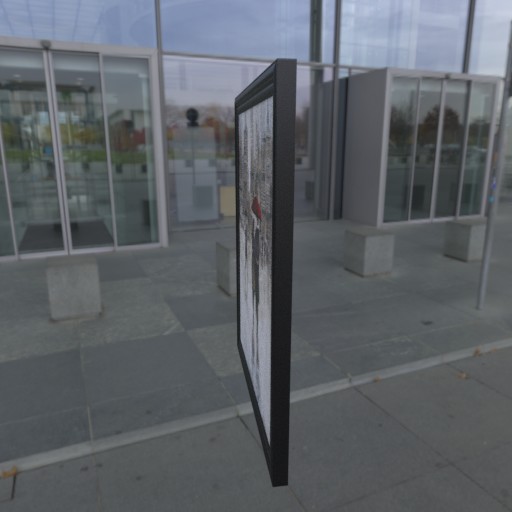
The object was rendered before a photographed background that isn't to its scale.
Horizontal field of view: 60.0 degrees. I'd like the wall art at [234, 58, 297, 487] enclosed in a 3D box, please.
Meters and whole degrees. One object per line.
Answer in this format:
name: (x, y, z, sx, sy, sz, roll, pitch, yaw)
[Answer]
wall art: (0.000, 0.000, 1.640, 0.053, 1.194, 0.950, -2, 14, -8)
